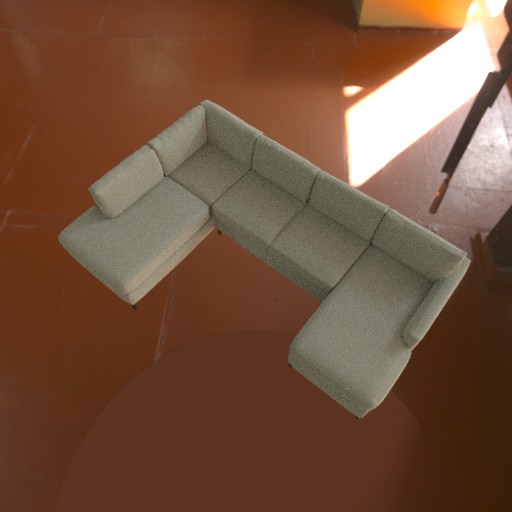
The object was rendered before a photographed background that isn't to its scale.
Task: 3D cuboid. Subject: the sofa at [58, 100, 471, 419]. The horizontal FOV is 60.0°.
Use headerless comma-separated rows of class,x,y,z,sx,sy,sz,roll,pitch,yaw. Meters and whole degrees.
sofa,0.000,0.000,3.852,2.984,0.862,1.989,35,65,19
